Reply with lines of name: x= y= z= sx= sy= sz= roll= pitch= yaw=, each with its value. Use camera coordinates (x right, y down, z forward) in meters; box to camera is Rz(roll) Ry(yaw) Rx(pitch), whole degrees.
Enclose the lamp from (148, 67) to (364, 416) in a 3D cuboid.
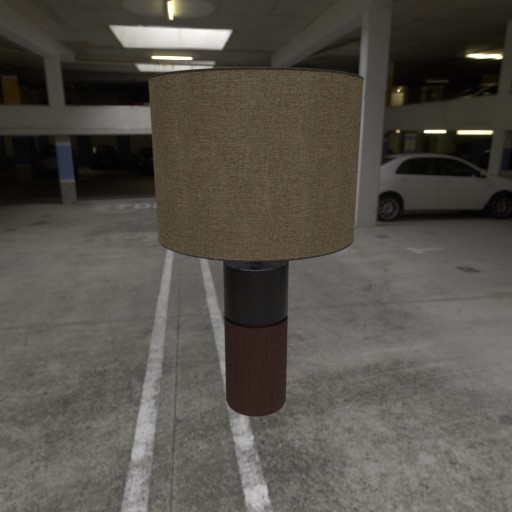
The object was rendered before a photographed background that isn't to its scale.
lamp: x=0.000 y=0.000 z=0.474 sx=0.202 sy=0.350 sz=0.202 roll=0 pitch=16 yaw=0
